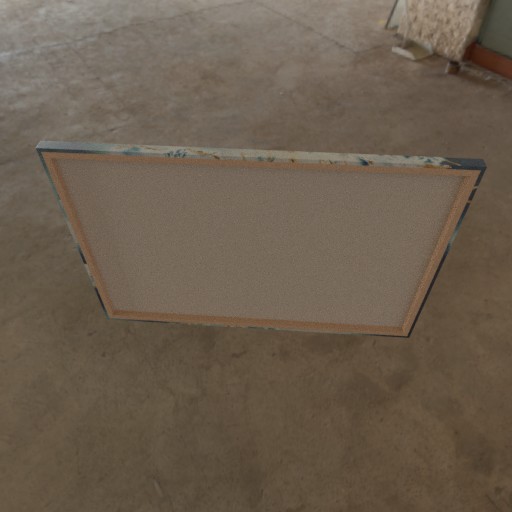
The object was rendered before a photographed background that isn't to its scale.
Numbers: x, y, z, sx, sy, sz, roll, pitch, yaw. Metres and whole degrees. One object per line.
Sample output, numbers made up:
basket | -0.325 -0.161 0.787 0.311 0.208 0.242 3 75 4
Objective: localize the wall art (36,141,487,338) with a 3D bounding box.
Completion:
wall art | 0.000 0.000 1.403 1.138 0.759 0.035 3 47 3
